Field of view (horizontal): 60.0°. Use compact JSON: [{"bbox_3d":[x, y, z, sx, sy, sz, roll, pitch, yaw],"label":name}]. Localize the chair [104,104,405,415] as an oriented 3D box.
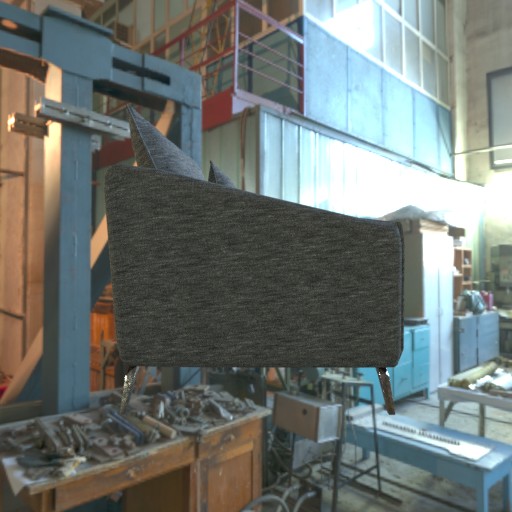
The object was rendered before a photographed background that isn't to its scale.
[{"bbox_3d":[0.000,0.000,1.622,0.805,0.842,1.004,0,-2,0],"label":"chair"}]
